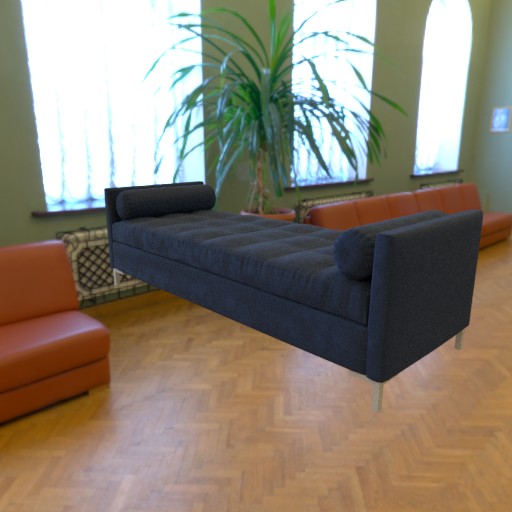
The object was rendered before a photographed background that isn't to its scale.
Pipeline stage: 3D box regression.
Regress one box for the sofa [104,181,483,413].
[{"bbox_3d":[0.000,0.000,2.474,0.797,0.657,2.102,-13,20,-42],"label":"sofa"}]
